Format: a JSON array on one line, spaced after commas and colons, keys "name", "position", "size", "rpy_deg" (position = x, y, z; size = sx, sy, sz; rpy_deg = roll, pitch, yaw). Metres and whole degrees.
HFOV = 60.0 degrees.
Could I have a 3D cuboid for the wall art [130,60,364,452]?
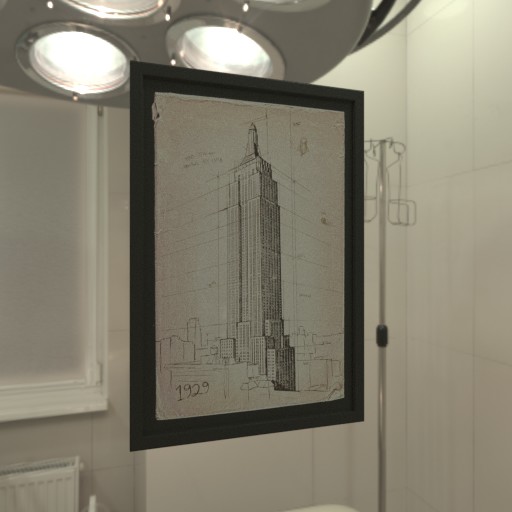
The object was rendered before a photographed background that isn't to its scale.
[{"name": "wall art", "position": [0.000, 0.000, 0.823], "size": [0.451, 0.661, 0.012], "rpy_deg": [0, 0, -18]}]
